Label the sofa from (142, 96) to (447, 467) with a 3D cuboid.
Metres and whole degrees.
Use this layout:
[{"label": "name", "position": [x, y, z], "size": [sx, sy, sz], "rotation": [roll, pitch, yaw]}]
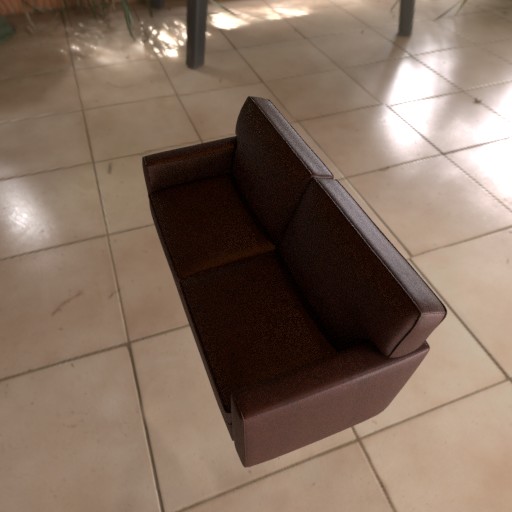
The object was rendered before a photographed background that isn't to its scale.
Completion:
[{"label": "sofa", "position": [0.000, 0.000, 2.426], "size": [0.912, 0.928, 1.876], "rotation": [-16, 49, -15]}]
